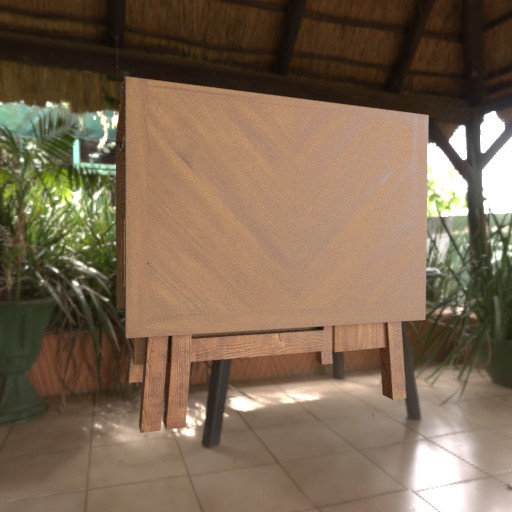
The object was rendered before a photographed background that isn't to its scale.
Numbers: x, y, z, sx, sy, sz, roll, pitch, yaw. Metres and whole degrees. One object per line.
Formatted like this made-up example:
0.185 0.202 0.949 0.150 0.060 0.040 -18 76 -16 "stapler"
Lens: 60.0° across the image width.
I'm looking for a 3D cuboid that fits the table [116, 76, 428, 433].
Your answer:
0.000 0.000 1.643 0.967 0.981 0.701 0 0 -20 "table"
